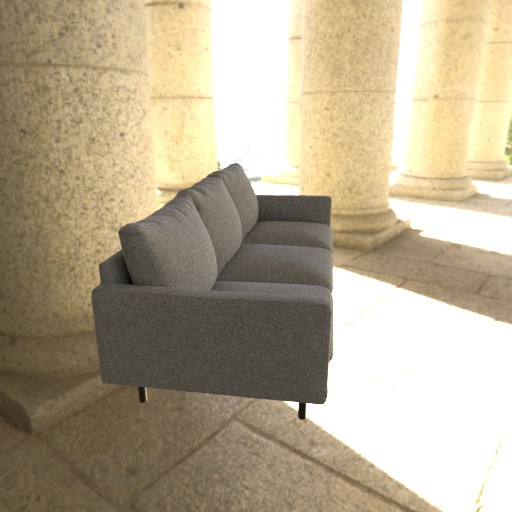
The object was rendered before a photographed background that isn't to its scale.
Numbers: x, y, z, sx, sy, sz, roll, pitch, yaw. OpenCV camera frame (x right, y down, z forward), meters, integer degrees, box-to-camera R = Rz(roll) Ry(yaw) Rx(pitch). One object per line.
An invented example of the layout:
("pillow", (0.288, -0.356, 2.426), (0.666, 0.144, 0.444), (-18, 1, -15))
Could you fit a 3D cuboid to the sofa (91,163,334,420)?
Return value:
("sofa", (0.000, 0.000, 2.454), (0.850, 0.830, 2.000), (3, 18, 9))
